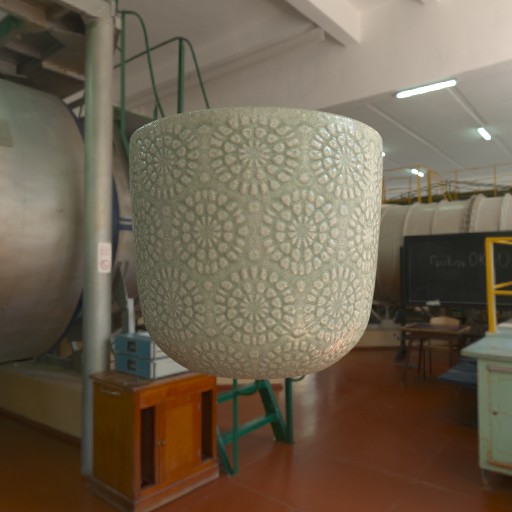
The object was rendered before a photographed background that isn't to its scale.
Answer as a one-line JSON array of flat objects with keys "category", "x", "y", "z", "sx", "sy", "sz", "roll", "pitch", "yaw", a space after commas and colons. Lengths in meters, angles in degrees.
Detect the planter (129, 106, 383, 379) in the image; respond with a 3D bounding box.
[{"category": "planter", "x": 0.000, "y": 0.000, "z": 0.224, "sx": 0.124, "sy": 0.109, "sz": 0.124, "roll": 0, "pitch": -1, "yaw": 0}]
